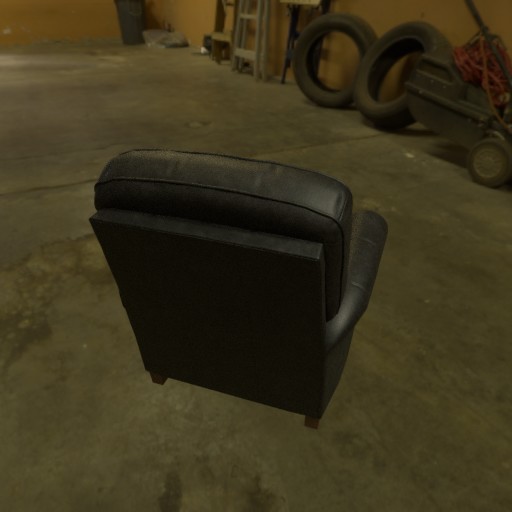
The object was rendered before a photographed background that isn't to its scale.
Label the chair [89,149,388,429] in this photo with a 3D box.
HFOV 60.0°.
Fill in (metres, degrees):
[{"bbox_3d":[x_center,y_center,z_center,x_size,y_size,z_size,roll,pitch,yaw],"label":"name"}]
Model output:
[{"bbox_3d":[0.000,0.000,1.726,0.936,1.018,0.986,10,33,16],"label":"chair"}]
